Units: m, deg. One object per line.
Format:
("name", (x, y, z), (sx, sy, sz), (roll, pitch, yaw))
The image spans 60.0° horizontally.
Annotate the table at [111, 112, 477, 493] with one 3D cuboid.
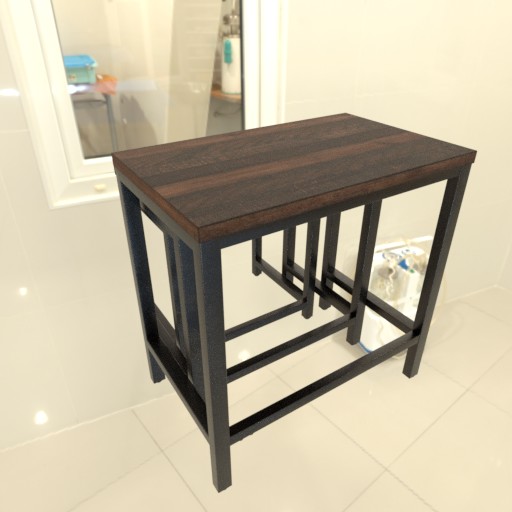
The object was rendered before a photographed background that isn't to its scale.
("table", (0.000, 0.000, 1.123), (0.608, 0.616, 0.660), (-18, 35, -28))
